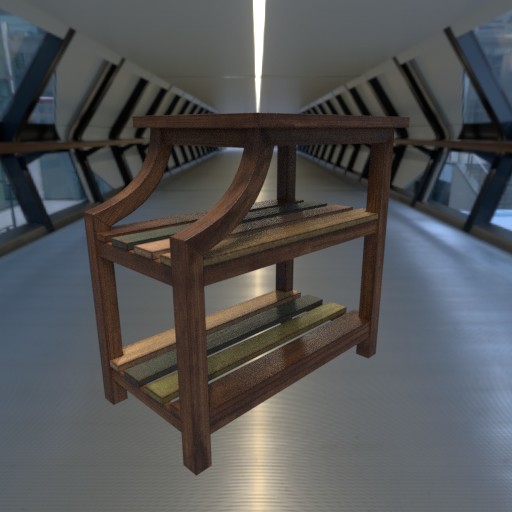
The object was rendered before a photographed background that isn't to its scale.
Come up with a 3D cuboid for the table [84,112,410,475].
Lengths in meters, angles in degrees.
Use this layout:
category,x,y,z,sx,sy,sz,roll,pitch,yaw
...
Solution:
category,x,y,z,sx,sy,sz,roll,pitch,yaw
table,0.000,0.000,0.971,0.356,0.584,0.609,15,22,42
